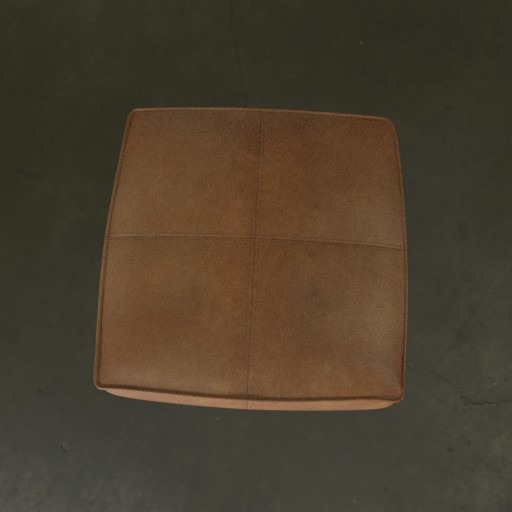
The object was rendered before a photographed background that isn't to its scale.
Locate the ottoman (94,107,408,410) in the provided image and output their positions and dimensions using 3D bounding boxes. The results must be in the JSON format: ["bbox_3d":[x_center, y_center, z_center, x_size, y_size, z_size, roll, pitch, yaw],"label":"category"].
[{"bbox_3d":[0.000,0.000,1.363,0.901,0.395,0.902,3,76,1],"label":"ottoman"}]
